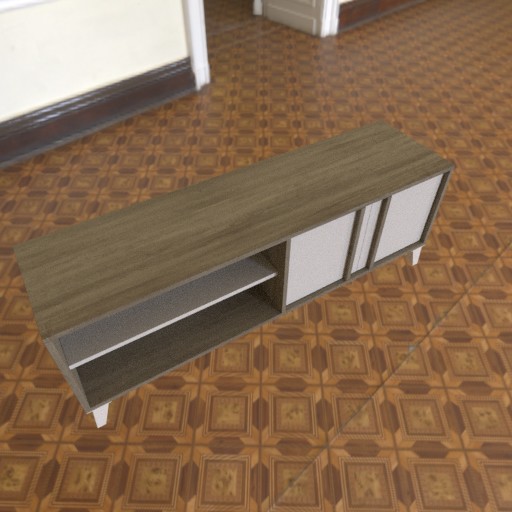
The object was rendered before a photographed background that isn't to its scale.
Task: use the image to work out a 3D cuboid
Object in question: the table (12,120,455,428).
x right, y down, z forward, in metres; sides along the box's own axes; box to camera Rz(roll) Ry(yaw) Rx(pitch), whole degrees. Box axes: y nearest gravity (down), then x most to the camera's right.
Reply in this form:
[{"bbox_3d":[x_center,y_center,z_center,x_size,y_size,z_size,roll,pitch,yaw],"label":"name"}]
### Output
[{"bbox_3d":[0.000,0.000,1.696,1.500,0.530,0.400,-23,50,-21],"label":"table"}]
